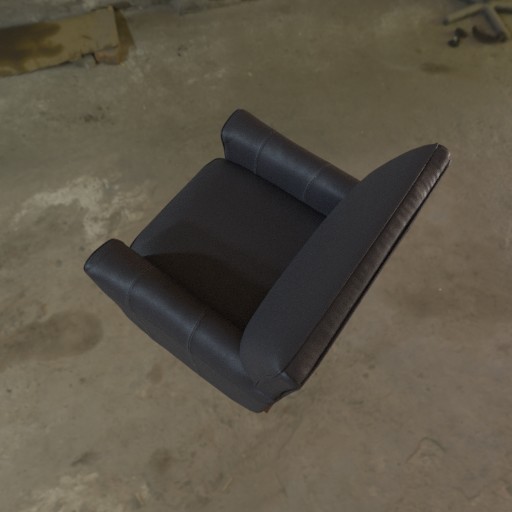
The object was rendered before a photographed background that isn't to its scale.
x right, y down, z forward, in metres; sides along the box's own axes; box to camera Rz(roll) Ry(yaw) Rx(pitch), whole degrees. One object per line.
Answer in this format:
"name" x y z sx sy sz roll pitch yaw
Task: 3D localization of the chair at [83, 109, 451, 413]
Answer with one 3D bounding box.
"chair" 0.000 0.000 1.620 0.825 0.943 0.870 33 67 16
